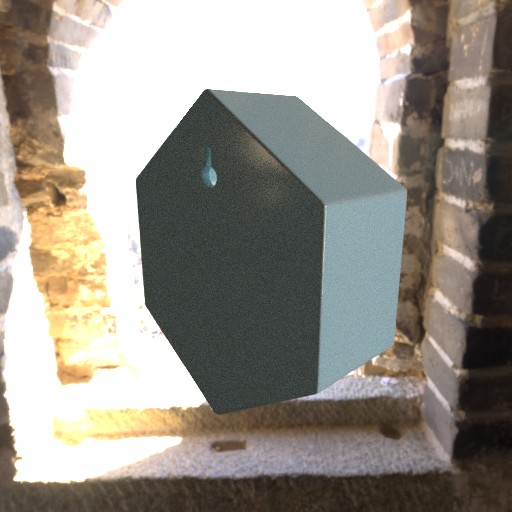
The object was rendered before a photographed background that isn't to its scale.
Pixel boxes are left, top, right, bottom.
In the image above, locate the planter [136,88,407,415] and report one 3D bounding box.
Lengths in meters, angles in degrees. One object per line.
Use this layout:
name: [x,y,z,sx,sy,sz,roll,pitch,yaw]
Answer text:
planter: [0.000,0.000,0.297,0.078,0.207,0.169,-14,21,-42]
